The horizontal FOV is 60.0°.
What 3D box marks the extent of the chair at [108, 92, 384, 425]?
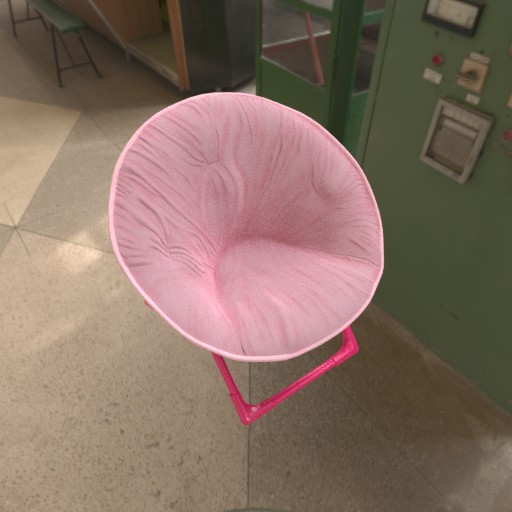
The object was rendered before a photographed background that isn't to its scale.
[{"bbox_3d":[0.000,0.000,0.896,0.522,0.494,0.459,-26,50,-24],"label":"chair"}]
